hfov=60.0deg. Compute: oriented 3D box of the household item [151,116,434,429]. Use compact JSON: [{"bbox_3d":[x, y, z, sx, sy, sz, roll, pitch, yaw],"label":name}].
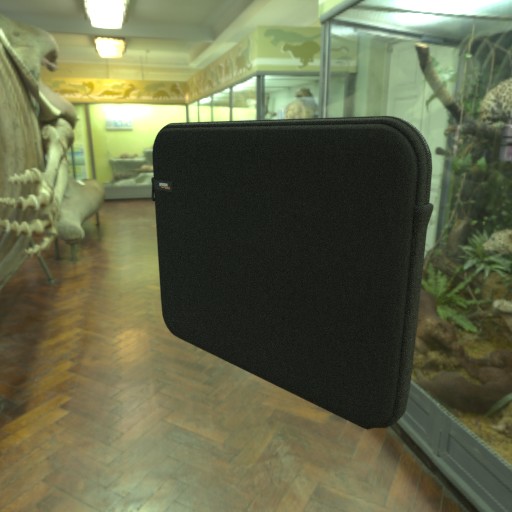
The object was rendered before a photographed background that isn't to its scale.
[{"bbox_3d":[0.000,0.000,0.520,0.396,0.305,0.030,14,20,41],"label":"household item"}]
